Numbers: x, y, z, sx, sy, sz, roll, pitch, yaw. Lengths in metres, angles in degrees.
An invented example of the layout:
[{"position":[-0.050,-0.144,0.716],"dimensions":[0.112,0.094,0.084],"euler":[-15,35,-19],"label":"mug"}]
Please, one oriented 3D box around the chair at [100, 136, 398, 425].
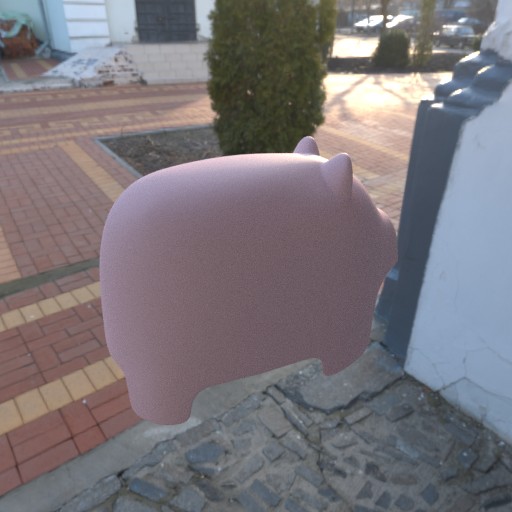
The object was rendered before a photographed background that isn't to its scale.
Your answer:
[{"position":[0.000,0.000,0.893],"dimensions":[0.619,0.423,0.364],"euler":[-10,30,-18],"label":"chair"}]
